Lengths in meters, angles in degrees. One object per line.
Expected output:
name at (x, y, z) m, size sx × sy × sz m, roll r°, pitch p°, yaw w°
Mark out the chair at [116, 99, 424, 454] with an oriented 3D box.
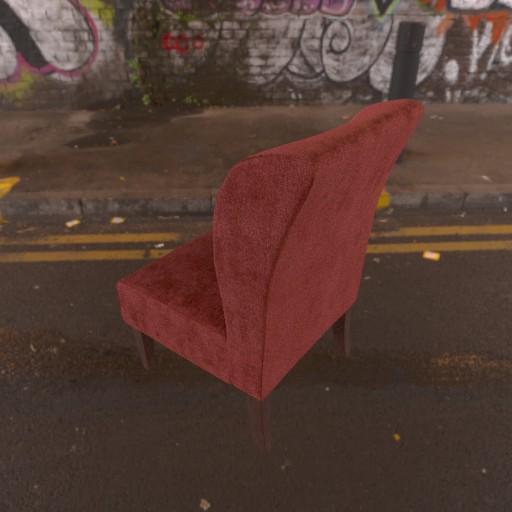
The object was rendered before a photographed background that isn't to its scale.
chair at (0.000, 0.000, 1.248) m, size 0.640 × 0.846 × 0.538 m, roll 22°, pitch 37°, yaw 31°
